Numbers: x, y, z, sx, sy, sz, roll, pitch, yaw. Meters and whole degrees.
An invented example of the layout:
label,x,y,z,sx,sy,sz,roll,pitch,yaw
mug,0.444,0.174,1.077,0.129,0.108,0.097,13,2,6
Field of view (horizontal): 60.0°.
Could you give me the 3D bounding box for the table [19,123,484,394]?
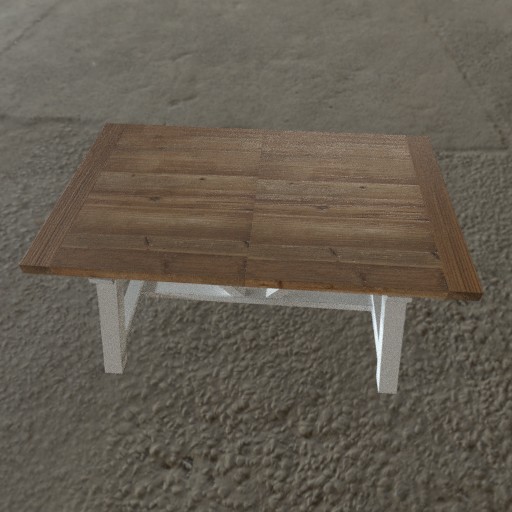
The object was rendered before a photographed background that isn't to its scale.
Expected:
label,x,y,z,sx,sy,sz,roll,pitch,yaw
table,0.000,0.000,2.013,1.503,0.743,0.922,3,46,3
